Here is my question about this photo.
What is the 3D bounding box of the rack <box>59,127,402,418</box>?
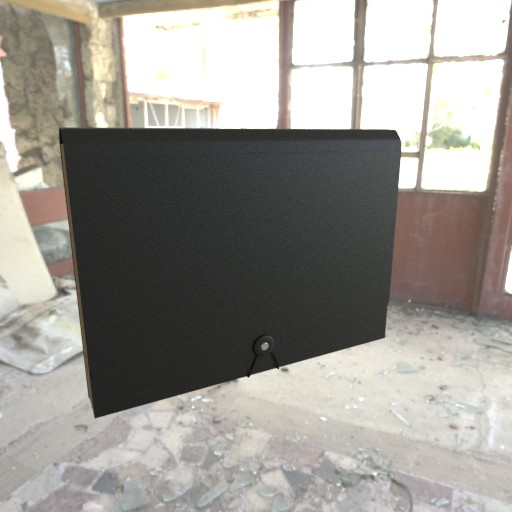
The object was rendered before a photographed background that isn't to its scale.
[{"bbox_3d":[0.000,0.000,0.436,0.330,0.241,0.041,-8,17,-27],"label":"rack"}]
